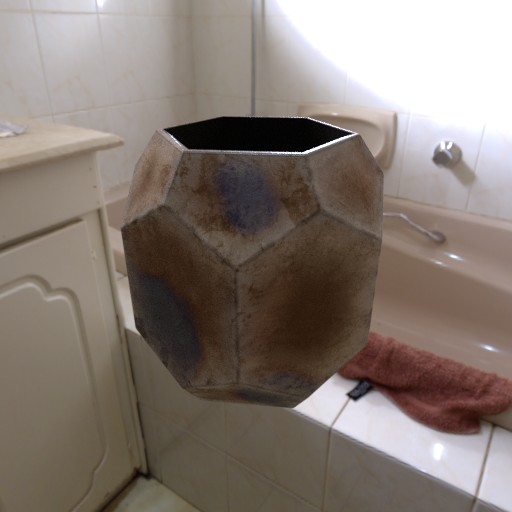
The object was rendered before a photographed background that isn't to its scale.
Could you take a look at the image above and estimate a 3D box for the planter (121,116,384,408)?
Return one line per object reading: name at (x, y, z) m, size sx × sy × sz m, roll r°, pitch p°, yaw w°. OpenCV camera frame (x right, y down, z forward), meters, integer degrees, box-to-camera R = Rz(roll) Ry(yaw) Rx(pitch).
planter at (0.000, 0.000, 0.431) m, size 0.243 × 0.238 × 0.221 m, roll 18°, pitch 32°, yaw 32°
